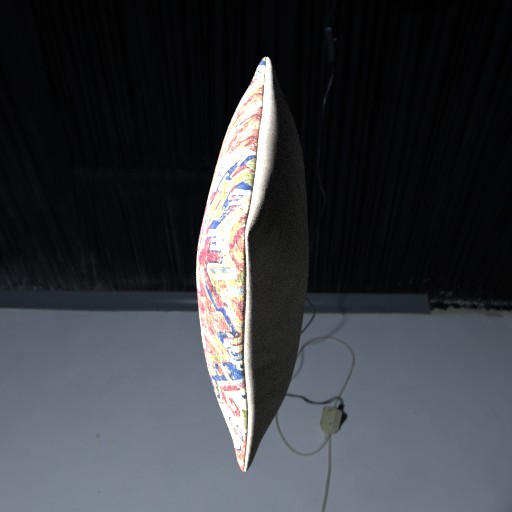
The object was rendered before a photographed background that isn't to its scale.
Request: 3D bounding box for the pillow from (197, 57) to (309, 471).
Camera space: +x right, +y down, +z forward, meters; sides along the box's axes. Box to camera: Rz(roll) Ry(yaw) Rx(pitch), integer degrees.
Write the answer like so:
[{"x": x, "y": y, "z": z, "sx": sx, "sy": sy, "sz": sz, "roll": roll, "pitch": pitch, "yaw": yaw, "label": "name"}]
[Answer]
[{"x": 0.000, "y": 0.000, "z": 0.761, "sx": 0.166, "sy": 0.506, "sz": 0.523, "roll": 2, "pitch": 41, "yaw": 2, "label": "pillow"}]
